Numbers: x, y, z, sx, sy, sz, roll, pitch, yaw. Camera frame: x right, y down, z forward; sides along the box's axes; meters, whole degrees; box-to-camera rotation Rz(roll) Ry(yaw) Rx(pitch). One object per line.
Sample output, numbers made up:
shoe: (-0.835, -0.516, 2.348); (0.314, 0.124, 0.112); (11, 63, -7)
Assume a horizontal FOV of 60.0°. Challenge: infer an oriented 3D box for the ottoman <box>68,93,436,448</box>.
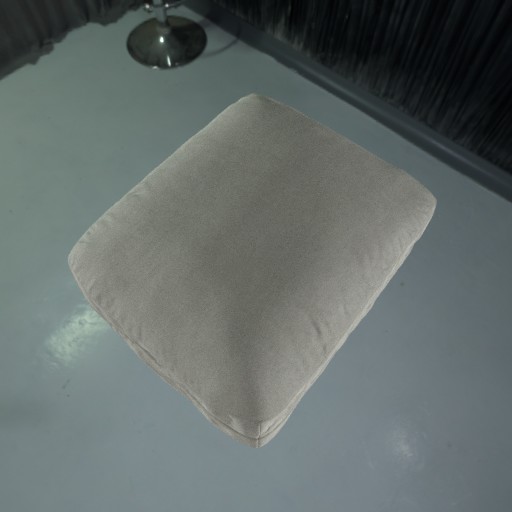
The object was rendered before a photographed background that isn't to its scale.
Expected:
ottoman: (0.000, 0.000, 1.094); (0.584, 0.480, 0.712); (36, 68, 17)
